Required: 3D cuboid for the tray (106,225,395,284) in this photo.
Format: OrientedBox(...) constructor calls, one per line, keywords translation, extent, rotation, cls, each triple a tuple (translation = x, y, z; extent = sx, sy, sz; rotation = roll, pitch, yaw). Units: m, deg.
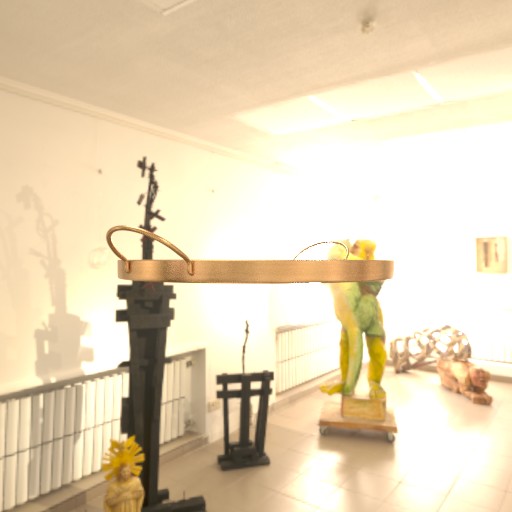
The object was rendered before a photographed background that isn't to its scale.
OrientedBox(translation=(0.000, 0.000, 0.735), extent=(0.438, 0.069, 0.543), rotation=(0, 0, 36), cls="tray")
